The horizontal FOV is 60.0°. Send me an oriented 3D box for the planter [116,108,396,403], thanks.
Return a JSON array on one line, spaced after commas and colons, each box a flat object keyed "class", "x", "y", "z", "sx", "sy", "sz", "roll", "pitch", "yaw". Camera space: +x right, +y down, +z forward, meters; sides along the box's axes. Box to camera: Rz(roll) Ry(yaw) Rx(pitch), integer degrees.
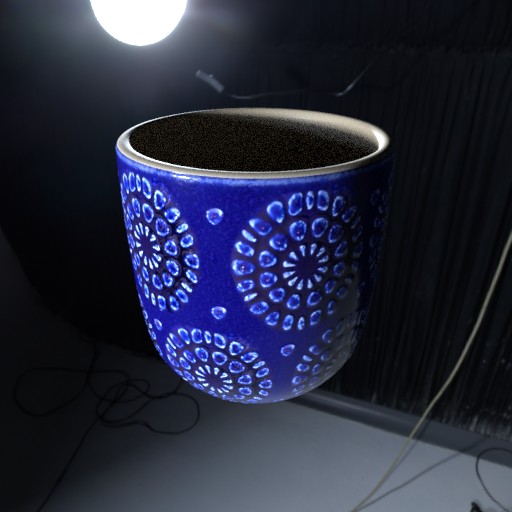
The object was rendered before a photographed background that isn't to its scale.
[{"class": "planter", "x": 0.000, "y": 0.000, "z": 0.203, "sx": 0.109, "sy": 0.112, "sz": 0.109, "roll": 0, "pitch": 29, "yaw": 0}]
